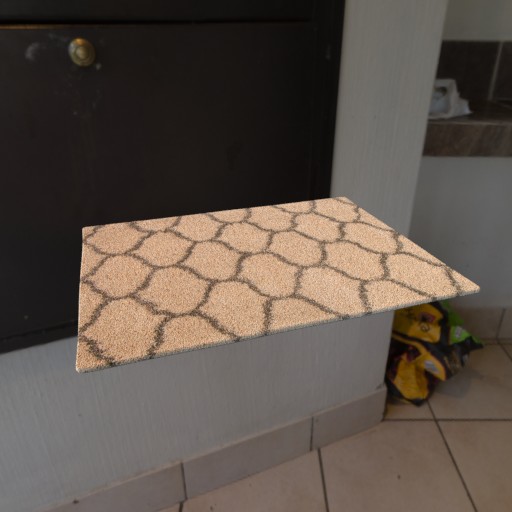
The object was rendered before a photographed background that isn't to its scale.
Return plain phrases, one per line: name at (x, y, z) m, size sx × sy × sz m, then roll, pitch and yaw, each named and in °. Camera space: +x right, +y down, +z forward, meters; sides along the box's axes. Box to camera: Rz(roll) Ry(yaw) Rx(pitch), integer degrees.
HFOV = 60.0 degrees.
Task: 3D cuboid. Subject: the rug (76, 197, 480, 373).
rug at (0.000, 0.000, 2.138) m, size 1.600 × 0.025 × 1.200 m, roll -9°, pitch 28°, yaw -16°
